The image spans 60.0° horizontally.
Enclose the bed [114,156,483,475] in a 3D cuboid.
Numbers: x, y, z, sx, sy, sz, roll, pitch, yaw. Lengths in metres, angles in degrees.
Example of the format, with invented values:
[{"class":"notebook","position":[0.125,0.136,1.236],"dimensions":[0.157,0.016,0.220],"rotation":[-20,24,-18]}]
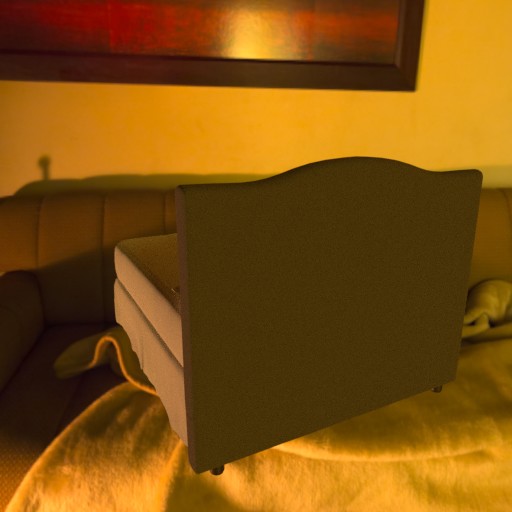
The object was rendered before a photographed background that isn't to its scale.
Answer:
[{"class":"bed","position":[0.000,0.000,2.973],"dimensions":[1.666,1.387,2.036],"rotation":[-8,17,-27]}]
